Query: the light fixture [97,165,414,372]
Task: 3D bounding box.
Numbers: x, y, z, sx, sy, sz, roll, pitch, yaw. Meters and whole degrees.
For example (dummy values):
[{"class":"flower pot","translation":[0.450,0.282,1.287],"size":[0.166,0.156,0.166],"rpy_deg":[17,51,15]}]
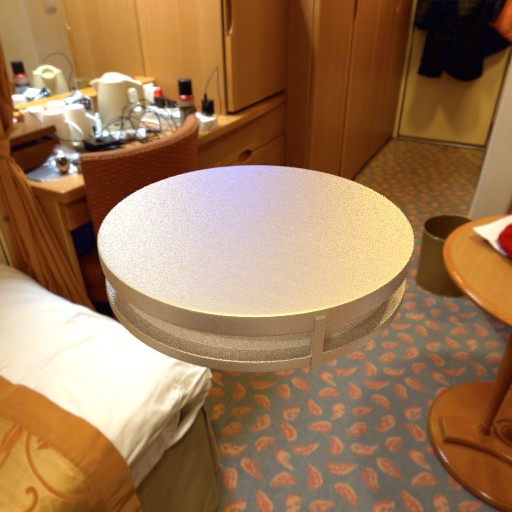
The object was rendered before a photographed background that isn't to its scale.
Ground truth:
[{"class":"light fixture","translation":[0.000,0.000,0.542],"size":[0.356,0.102,0.356],"rpy_deg":[0,32,0]}]
